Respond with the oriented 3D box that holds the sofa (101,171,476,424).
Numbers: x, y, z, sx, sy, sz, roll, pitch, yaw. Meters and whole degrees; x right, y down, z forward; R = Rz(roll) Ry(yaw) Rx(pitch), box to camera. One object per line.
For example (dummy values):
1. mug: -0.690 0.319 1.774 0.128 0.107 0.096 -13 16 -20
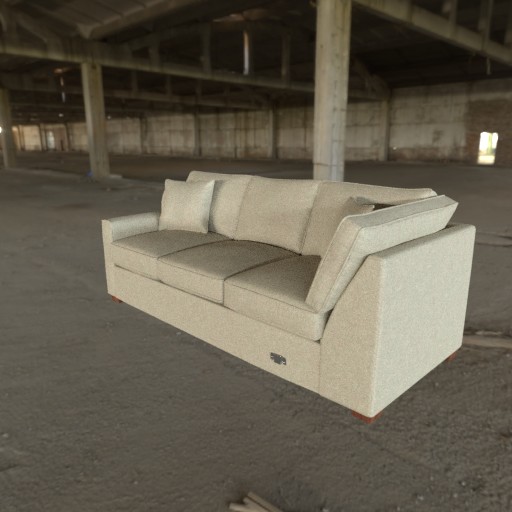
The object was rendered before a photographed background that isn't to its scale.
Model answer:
1. sofa: 0.000 0.000 2.870 2.317 0.962 1.061 14 20 43
